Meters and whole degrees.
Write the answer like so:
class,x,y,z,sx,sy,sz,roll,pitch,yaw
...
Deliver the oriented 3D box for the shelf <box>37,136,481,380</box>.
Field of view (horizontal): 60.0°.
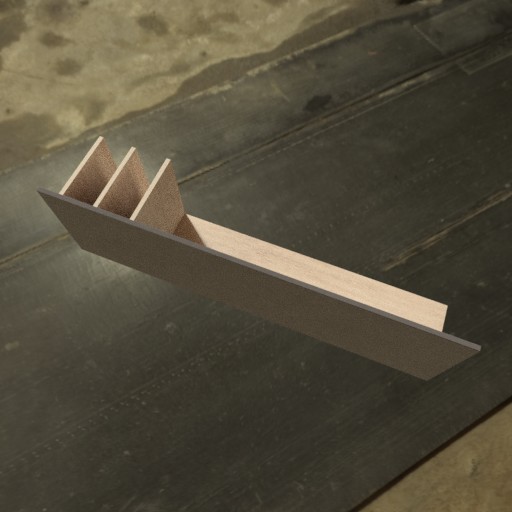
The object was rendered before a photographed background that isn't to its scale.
class,x,y,z,sx,sy,sz,roll,pitch,yaw
shelf,0.000,0.000,1.121,1.020,0.300,0.200,20,65,9
